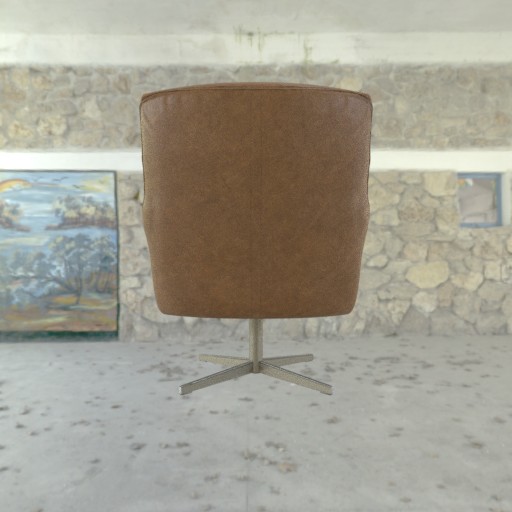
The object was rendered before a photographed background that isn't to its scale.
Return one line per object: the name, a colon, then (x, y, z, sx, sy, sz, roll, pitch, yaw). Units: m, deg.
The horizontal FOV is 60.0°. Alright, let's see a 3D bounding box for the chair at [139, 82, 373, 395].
chair: (0.000, 0.000, 1.521, 0.729, 0.869, 0.874, 0, 0, 0)
